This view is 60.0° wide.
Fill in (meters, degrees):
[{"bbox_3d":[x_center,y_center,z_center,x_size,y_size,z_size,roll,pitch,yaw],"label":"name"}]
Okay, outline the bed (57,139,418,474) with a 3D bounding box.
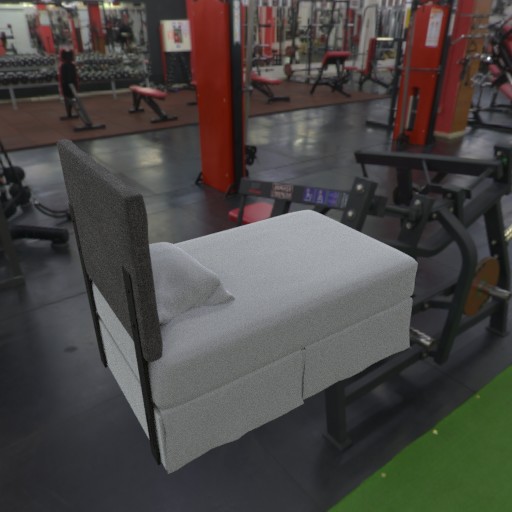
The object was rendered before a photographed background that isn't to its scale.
[{"bbox_3d":[0.000,0.000,2.933,1.997,1.571,1.261,-17,32,-30],"label":"bed"}]
